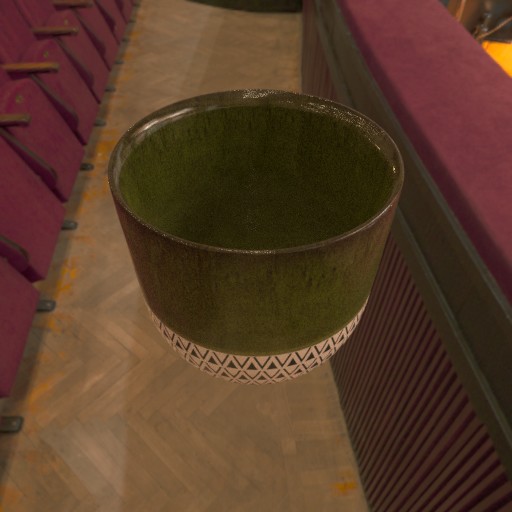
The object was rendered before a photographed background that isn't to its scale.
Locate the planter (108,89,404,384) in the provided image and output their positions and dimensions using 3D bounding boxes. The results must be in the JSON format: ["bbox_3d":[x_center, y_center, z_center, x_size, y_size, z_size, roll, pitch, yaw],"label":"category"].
[{"bbox_3d":[0.000,0.000,0.502,0.266,0.270,0.266,0,45,0],"label":"planter"}]
